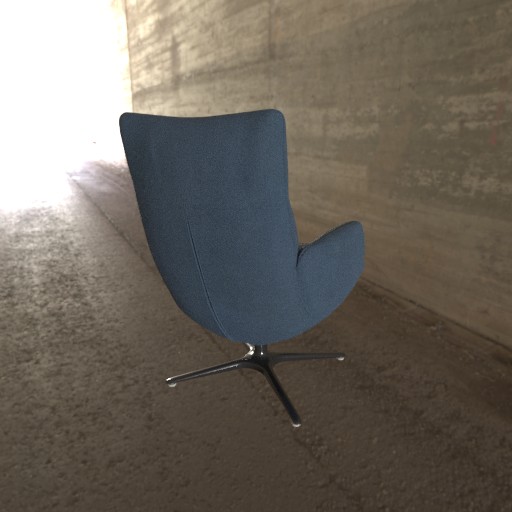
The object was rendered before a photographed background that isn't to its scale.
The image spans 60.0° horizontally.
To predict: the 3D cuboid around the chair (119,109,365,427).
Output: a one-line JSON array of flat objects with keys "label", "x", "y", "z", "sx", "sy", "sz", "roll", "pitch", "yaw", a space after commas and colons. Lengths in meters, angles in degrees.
[{"label": "chair", "x": 0.000, "y": 0.000, "z": 1.669, "sx": 0.711, "sy": 1.016, "sz": 0.889, "roll": 8, "pitch": 18, "yaw": 26}]
